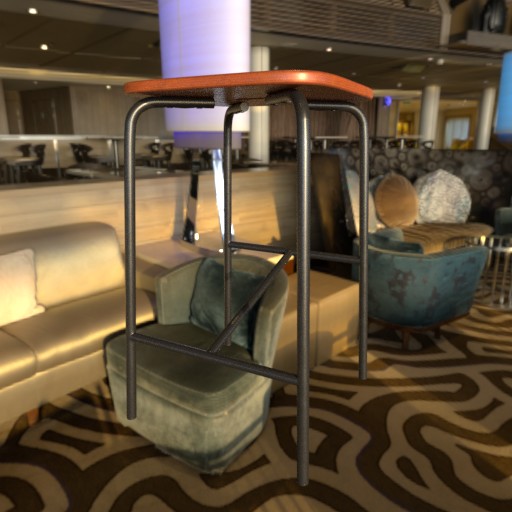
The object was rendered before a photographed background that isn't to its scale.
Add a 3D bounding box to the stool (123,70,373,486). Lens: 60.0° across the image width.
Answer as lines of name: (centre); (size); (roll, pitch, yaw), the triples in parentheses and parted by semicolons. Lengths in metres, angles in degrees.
stool: (0.000, 0.000, 0.855); (0.376, 0.610, 0.376); (8, 17, 27)
